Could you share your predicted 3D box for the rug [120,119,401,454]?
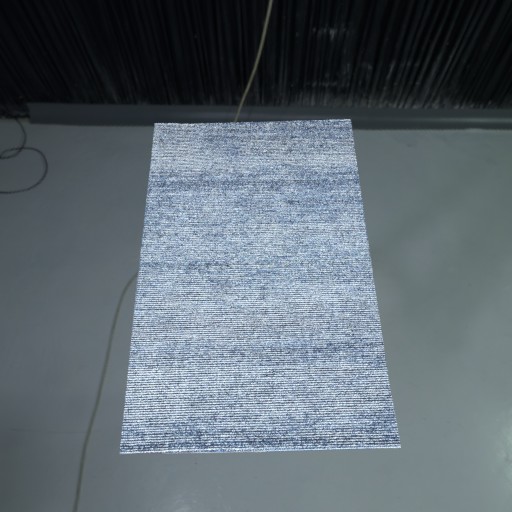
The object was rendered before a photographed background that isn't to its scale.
[{"bbox_3d":[0.000,0.000,2.215,1.159,0.025,1.793,-1,63,0],"label":"rug"}]
